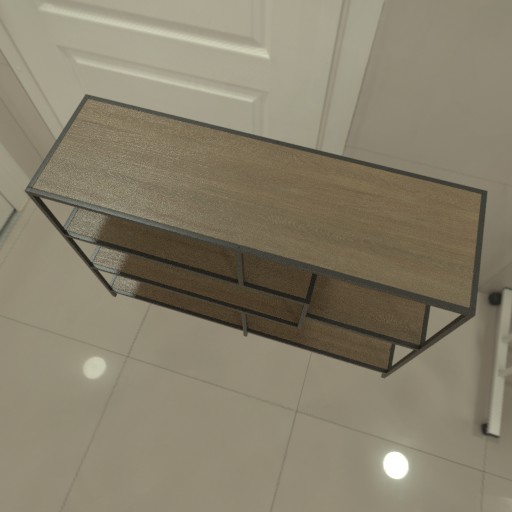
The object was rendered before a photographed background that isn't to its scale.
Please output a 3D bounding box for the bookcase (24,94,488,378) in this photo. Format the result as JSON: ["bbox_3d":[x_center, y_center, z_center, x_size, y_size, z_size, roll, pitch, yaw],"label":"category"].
[{"bbox_3d":[0.000,0.000,1.491,1.140,0.780,0.350,15,65,7],"label":"bookcase"}]
